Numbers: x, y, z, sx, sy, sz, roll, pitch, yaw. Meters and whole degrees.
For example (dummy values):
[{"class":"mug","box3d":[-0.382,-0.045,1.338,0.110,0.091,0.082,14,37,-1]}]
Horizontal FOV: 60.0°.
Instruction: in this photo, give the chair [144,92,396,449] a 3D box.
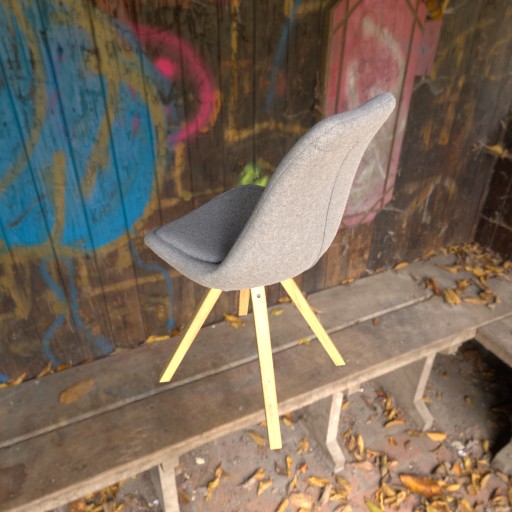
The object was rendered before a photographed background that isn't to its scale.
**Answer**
[{"class":"chair","box3d":[0.000,0.000,1.196,0.550,0.865,0.483,21,38,30]}]
